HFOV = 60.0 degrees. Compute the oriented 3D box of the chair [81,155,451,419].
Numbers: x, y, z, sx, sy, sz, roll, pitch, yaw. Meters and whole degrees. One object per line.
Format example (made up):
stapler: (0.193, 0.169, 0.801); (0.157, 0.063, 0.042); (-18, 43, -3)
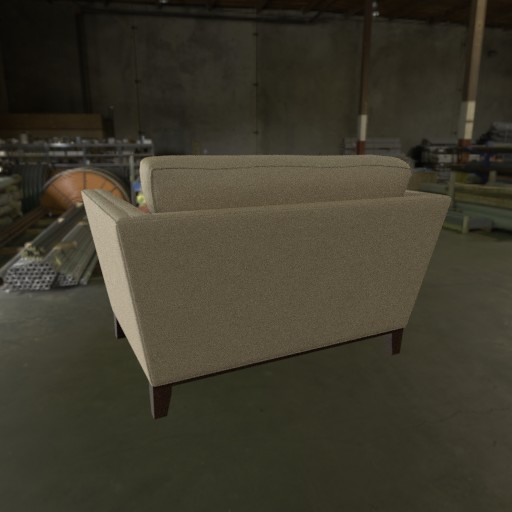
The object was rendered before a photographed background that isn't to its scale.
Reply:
chair: (0.000, 0.000, 2.077); (1.397, 0.940, 0.965); (-7, 16, -26)
